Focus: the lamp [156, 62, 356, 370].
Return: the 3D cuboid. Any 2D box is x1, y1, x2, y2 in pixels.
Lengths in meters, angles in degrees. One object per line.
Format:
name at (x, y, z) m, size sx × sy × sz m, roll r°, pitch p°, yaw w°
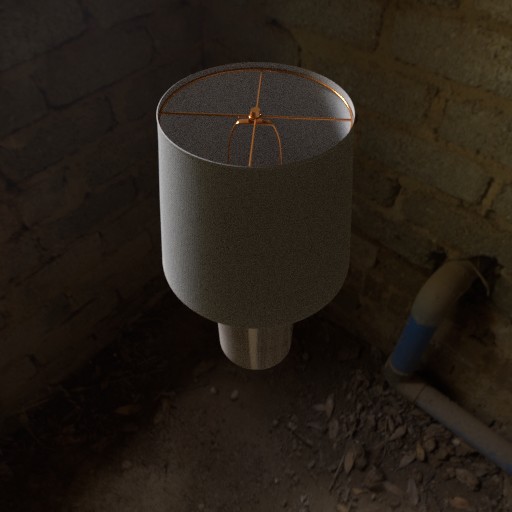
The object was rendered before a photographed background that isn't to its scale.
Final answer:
lamp at (0.000, 0.000, 0.462) m, size 0.189 × 0.340 × 0.189 m, roll 0°, pitch 48°, yaw 0°
